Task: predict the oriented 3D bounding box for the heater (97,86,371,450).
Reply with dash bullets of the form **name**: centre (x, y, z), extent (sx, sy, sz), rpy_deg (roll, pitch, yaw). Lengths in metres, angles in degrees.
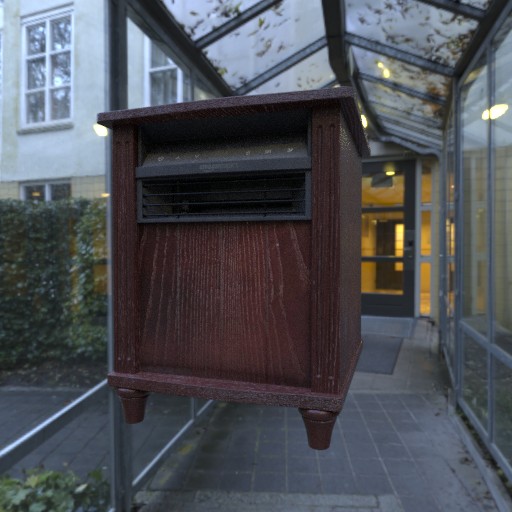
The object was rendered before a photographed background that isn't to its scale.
- **heater**: centre (0.000, 0.000, 0.762), extent (0.362, 0.481, 0.400), rpy_deg (0, 1, 18)
